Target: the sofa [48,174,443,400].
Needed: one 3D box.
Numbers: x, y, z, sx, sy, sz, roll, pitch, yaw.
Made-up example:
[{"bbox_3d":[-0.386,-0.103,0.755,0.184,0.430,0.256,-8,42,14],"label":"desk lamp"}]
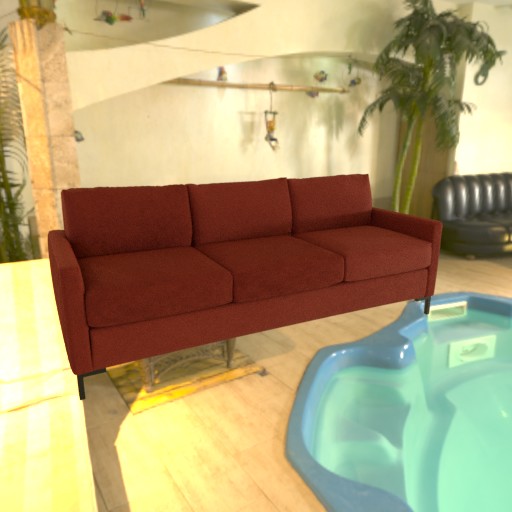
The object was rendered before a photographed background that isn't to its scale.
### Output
[{"bbox_3d":[0.000,0.000,2.687,2.252,0.879,0.875,-8,17,-26],"label":"sofa"}]
